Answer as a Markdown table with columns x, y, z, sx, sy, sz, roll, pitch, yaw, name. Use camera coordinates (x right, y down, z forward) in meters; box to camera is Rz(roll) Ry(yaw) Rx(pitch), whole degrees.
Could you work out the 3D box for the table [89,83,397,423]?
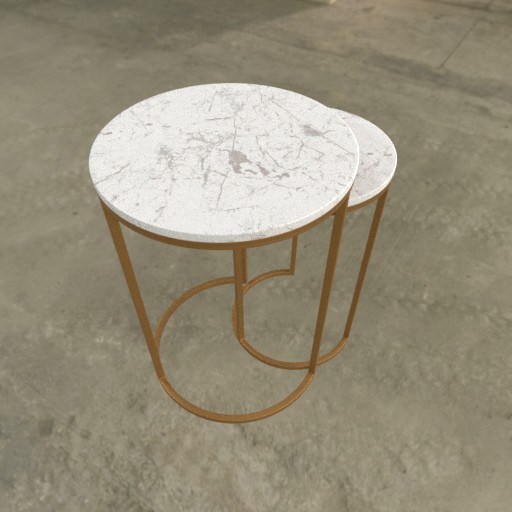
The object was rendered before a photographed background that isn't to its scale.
| x | y | z | sx | sy | sz | roll | pitch | yaw | name |
| --- | --- | --- | --- | --- | --- | --- | --- | --- | --- |
| 0.000 | 0.000 | 0.888 | 0.507 | 0.550 | 0.400 | -22 | 50 | -20 | table |
